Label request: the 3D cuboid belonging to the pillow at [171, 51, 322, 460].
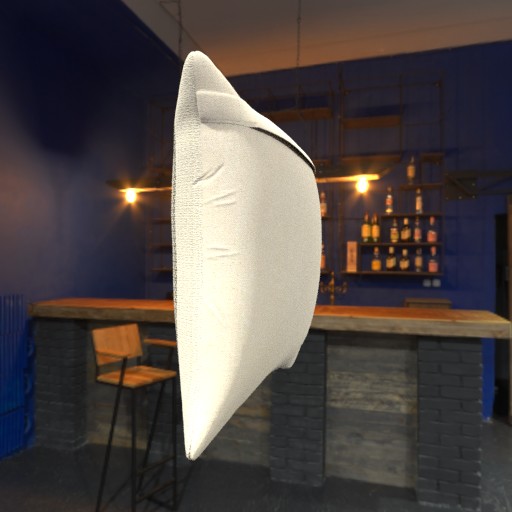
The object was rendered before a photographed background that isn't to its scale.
[{"bbox_3d":[0.000,0.000,0.627,0.173,0.406,0.405,0,-1,18],"label":"pillow"}]
